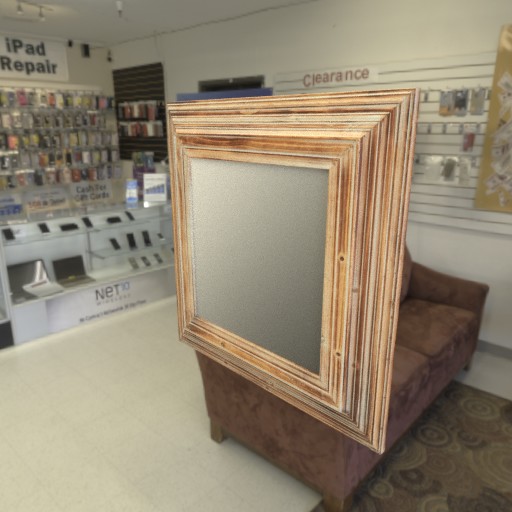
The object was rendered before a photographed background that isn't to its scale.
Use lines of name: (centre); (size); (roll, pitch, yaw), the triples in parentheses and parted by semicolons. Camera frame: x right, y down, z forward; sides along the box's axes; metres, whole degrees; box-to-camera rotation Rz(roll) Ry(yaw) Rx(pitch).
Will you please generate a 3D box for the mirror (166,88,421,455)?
mirror: (0.000, 0.000, 1.187); (0.061, 0.804, 0.804); (-16, 23, -42)
